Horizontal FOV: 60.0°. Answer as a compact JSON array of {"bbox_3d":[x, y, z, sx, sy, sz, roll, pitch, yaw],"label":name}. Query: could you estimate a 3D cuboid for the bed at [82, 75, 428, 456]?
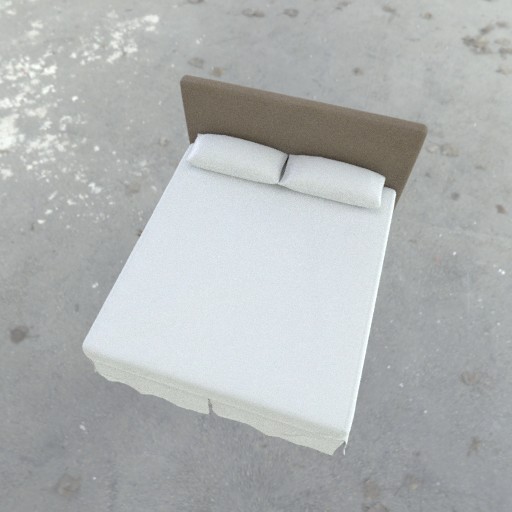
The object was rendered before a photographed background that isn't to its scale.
[{"bbox_3d":[0.000,0.000,3.543,2.119,1.317,2.341,15,60,9],"label":"bed"}]
